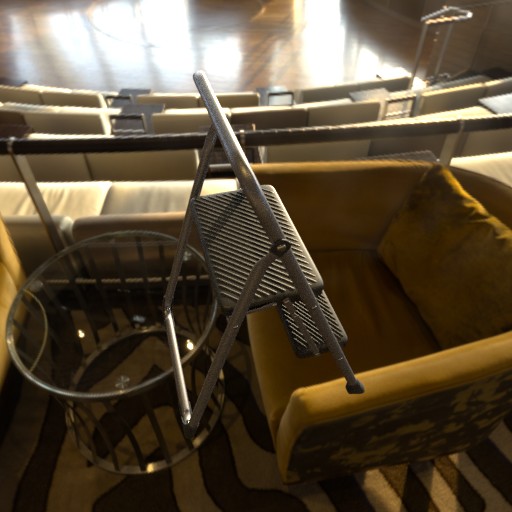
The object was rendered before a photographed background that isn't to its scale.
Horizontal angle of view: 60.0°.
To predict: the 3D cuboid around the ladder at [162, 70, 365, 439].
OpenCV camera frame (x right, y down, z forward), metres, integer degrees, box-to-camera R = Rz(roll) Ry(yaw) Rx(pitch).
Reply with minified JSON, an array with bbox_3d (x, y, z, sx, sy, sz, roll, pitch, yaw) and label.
[{"bbox_3d":[0.000,0.000,0.989,0.472,0.720,0.430,-12,47,-11],"label":"ladder"}]
